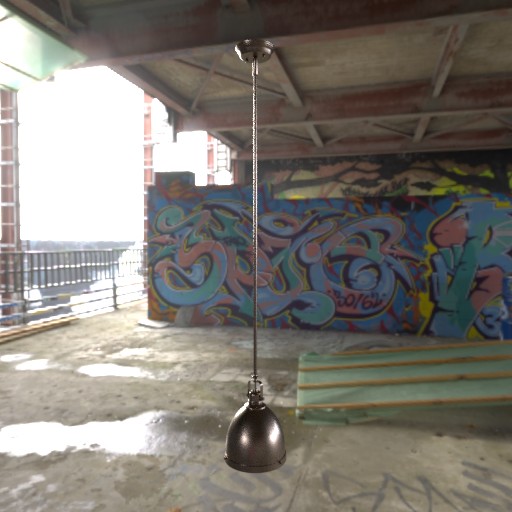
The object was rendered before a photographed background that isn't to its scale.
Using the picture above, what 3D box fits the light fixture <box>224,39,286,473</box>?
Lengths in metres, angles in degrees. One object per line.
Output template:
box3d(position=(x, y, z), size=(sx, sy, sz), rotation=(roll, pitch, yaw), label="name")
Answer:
box3d(position=(0.000, 0.000, 1.481), size=(0.217, 1.367, 0.211), rotation=(1, 2, 35), label="light fixture")
